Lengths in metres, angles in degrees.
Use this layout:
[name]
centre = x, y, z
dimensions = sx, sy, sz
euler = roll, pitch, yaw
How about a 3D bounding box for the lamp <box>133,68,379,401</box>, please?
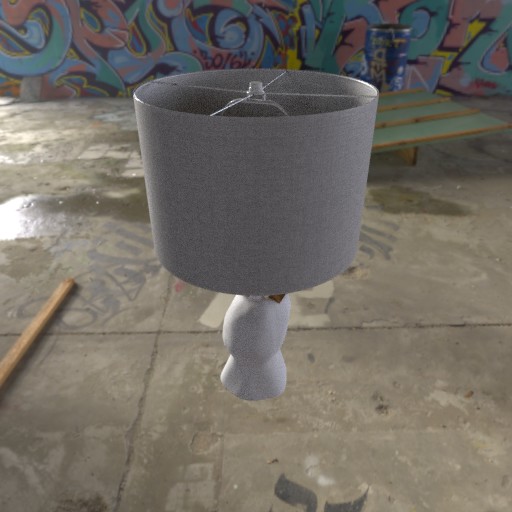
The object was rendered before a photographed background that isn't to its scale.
[lamp]
centre = 0.000, 0.000, 0.679
dimensions = 0.298, 0.503, 0.298
euler = 10, 33, 16
